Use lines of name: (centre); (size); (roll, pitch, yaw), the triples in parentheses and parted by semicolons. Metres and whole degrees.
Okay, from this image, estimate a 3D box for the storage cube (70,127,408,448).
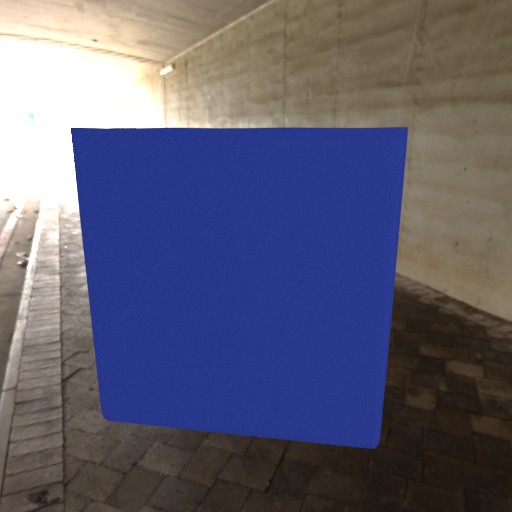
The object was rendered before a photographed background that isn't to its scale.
storage cube: (0.000, 0.000, 0.503); (0.270, 0.280, 0.270); (3, 16, 9)
